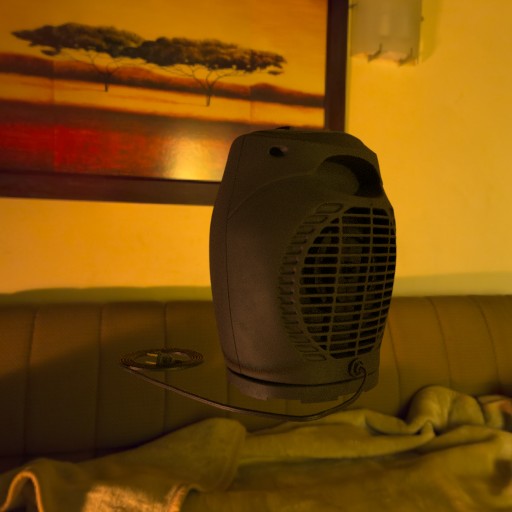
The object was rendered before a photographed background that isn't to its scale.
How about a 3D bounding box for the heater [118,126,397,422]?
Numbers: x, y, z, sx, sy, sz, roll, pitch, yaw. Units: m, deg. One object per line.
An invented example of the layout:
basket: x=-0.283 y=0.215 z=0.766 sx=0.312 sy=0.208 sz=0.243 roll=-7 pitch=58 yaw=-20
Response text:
heater: x=0.000 y=0.000 z=0.486 sx=0.239 sy=0.255 sz=0.291 roll=-1 pitch=1 yaw=-35
